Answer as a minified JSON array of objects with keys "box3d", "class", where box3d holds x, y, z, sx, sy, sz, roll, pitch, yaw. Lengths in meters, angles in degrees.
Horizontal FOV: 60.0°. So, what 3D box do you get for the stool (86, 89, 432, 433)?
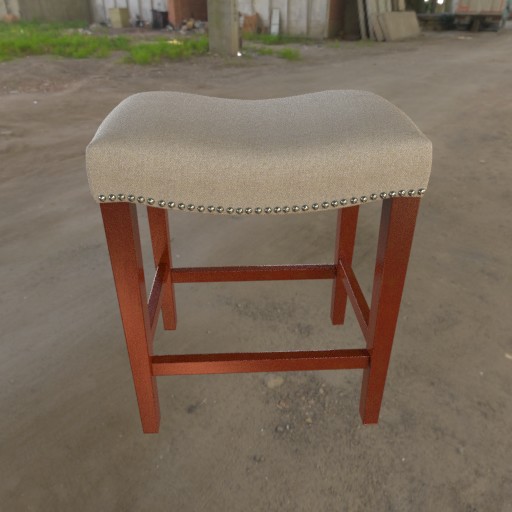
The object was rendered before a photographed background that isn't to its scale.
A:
[{"box3d":[0.000,0.000,0.928,0.509,0.632,0.375,-1,31,-2],"class":"stool"}]
